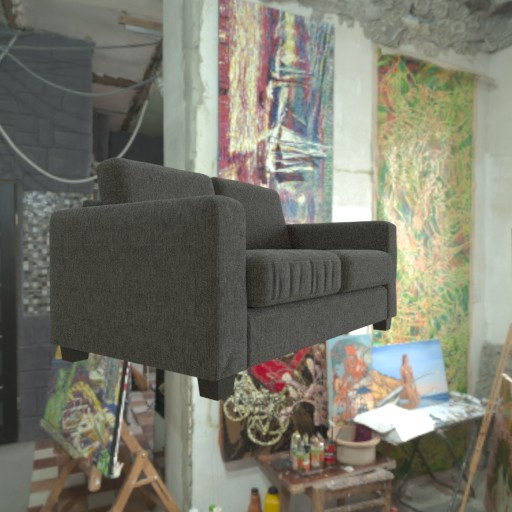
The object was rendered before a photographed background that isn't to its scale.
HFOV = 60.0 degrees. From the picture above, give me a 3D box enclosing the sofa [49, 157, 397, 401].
[{"bbox_3d":[0.000,0.000,2.044,0.900,0.800,1.520,1,1,36],"label":"sofa"}]
